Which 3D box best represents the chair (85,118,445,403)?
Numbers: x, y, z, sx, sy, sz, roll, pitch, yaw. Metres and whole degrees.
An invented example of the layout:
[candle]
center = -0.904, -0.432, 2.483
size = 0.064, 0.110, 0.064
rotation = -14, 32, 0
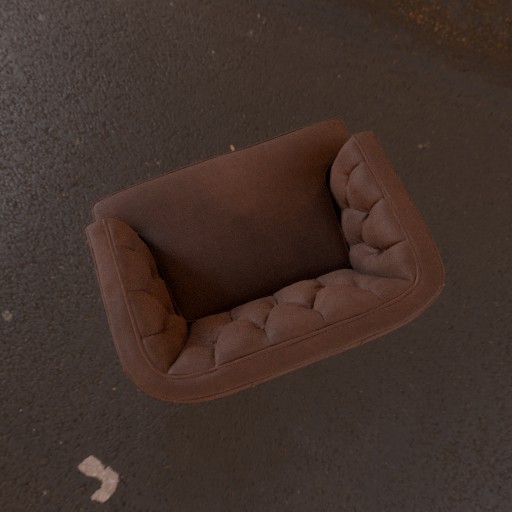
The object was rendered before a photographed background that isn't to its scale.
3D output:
[chair]
center = 0.000, 0.000, 1.775
size = 1.118, 0.787, 0.914
rotation = -20, 77, -5
